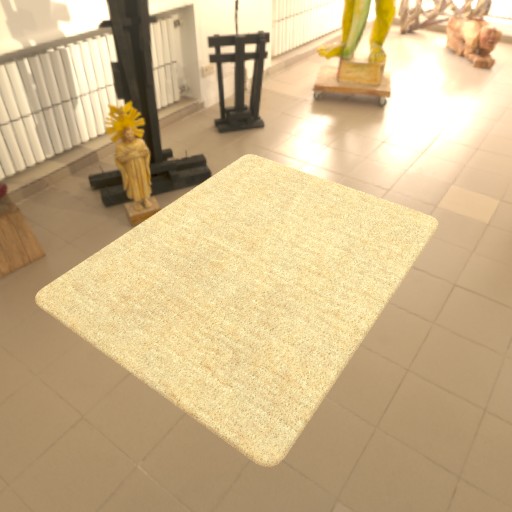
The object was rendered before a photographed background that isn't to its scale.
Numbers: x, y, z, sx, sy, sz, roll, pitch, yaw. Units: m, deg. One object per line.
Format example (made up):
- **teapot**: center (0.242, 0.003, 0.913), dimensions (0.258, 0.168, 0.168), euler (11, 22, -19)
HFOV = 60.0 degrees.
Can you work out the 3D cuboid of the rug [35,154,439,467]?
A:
- **rug**: center (0.000, 0.000, 3.366), dimensions (2.009, 0.048, 2.528), euler (25, 47, 26)
